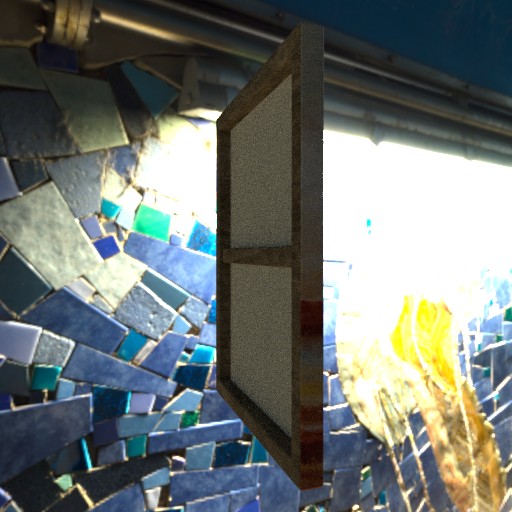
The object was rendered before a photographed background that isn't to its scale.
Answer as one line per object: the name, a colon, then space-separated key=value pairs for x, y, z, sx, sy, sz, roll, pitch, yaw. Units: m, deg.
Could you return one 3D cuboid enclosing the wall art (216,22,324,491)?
wall art: x=0.000 y=0.000 z=0.783 sx=0.035 sy=0.605 sz=0.443 roll=0 pitch=0 yaw=-19
